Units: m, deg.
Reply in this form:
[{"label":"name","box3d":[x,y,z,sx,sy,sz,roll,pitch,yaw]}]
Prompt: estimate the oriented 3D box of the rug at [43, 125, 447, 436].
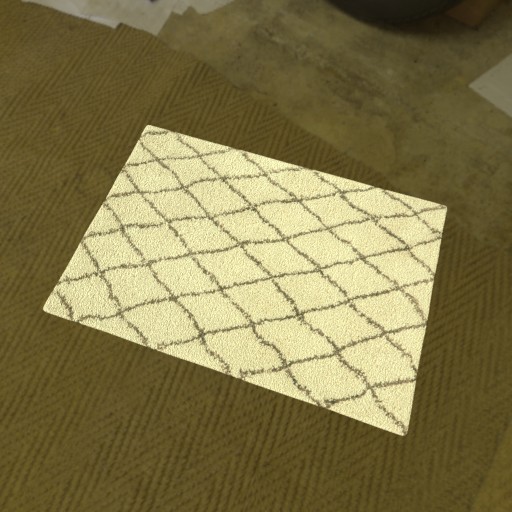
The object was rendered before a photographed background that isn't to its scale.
[{"label":"rug","box3d":[0.000,0.000,2.276,1.778,0.030,1.219,17,66,8]}]
